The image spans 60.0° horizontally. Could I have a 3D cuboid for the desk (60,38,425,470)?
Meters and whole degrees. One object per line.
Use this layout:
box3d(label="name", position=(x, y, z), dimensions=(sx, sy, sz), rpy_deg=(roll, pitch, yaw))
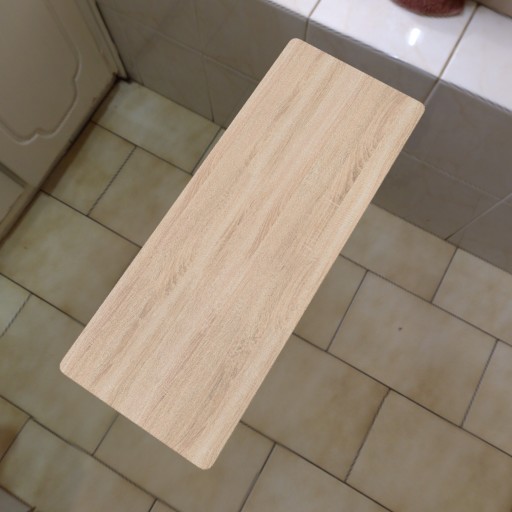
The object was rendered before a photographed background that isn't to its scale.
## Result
box3d(label="desk", position=(0.000, 0.000, 1.816), dimensions=(0.550, 0.760, 1.400), rpy_deg=(31, 78, 8))
